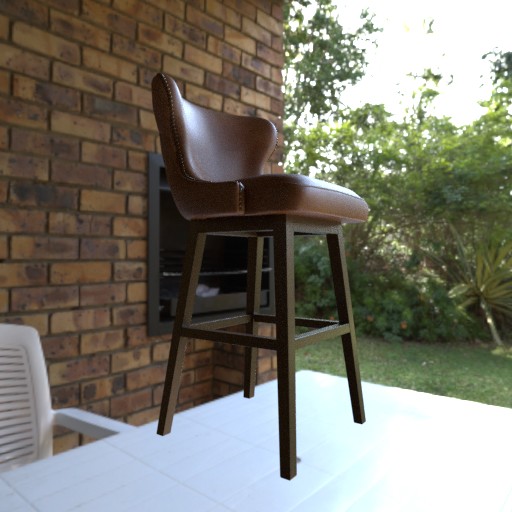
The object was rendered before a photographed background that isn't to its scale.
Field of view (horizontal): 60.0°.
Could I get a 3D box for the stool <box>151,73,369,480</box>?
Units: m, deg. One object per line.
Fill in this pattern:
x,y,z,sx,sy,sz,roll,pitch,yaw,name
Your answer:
0.000,0.000,1.423,0.606,1.087,0.591,0,0,36,stool
